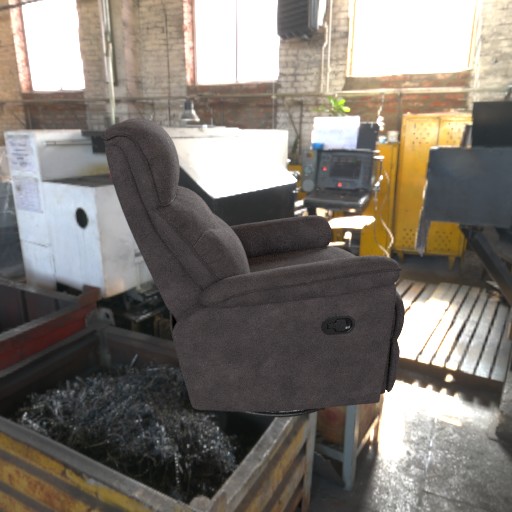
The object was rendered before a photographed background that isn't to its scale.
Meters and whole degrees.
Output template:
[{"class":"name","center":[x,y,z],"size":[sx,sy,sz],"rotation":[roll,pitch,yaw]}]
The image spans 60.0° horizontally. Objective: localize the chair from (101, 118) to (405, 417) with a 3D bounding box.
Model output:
[{"class":"chair","center":[0.000,0.000,1.745],"size":[1.009,1.035,0.830],"rotation":[-3,17,-10]}]
